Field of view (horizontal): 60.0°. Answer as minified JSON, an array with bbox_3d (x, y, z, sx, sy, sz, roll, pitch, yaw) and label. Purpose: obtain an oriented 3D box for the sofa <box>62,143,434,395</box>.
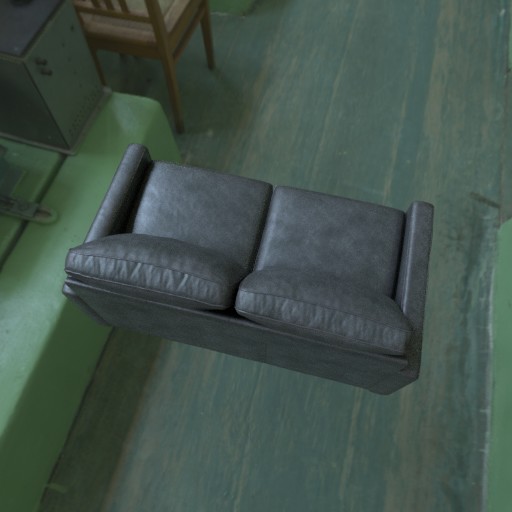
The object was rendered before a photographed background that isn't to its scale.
[{"bbox_3d":[0.000,0.000,2.327,1.732,0.916,0.939,13,65,6],"label":"sofa"}]
